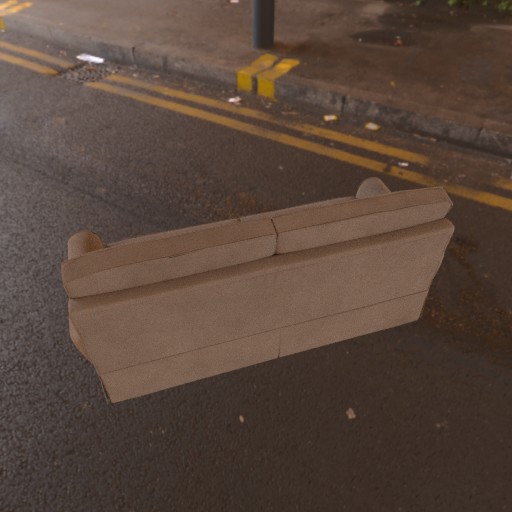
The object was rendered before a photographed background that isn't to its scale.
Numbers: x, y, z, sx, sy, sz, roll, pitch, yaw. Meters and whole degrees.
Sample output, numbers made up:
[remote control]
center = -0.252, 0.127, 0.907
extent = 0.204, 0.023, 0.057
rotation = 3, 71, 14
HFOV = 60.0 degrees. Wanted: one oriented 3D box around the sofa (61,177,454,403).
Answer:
[sofa]
center = 0.000, 0.000, 2.801
extent = 2.246, 1.014, 0.900
rotation = -12, 44, -13
